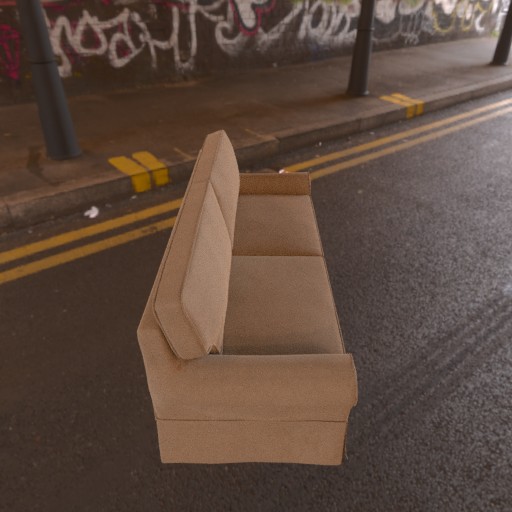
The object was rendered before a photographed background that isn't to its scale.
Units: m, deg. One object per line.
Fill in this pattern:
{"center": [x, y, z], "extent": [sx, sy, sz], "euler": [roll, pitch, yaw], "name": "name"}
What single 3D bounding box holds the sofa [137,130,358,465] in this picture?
{"center": [0.000, 0.000, 2.730], "extent": [0.900, 1.014, 2.246], "euler": [0, 32, 1], "name": "sofa"}
